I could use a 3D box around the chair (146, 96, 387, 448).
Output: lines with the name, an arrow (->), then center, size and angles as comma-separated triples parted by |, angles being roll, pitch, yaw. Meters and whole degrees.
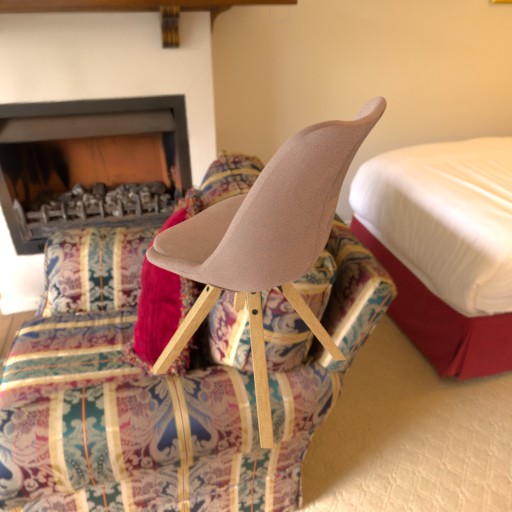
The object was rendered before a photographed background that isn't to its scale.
chair -> 0.000, 0.000, 1.185 | 0.550, 0.850, 0.485 | 22, 39, 31
